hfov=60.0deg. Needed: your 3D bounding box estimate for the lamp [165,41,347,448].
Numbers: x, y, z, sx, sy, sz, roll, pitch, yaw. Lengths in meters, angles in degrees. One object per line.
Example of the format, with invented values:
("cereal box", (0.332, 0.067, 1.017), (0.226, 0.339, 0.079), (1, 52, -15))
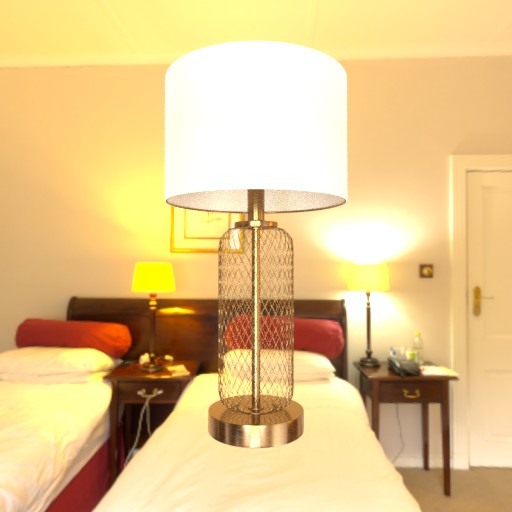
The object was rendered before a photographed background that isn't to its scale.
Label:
("lamp", (0.000, 0.000, 0.623), (0.252, 0.483, 0.252), (1, -1, -35))
